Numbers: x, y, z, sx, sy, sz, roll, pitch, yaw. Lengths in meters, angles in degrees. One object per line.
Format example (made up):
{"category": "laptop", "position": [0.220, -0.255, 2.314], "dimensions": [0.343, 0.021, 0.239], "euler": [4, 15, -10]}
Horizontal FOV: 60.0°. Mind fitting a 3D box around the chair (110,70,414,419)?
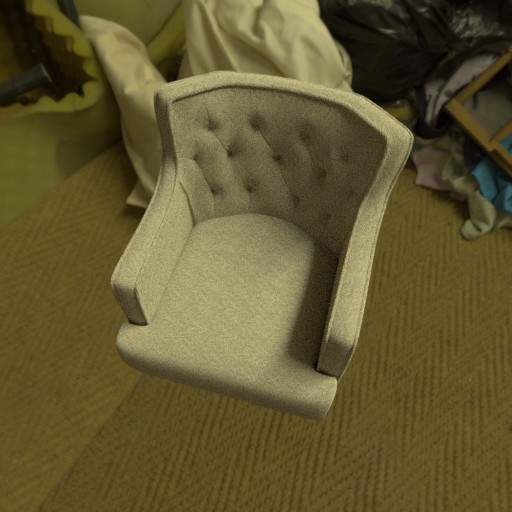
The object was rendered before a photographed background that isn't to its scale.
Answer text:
{"category": "chair", "position": [0.000, 0.000, 1.653], "dimensions": [0.820, 0.920, 0.910], "euler": [13, 58, 8]}
